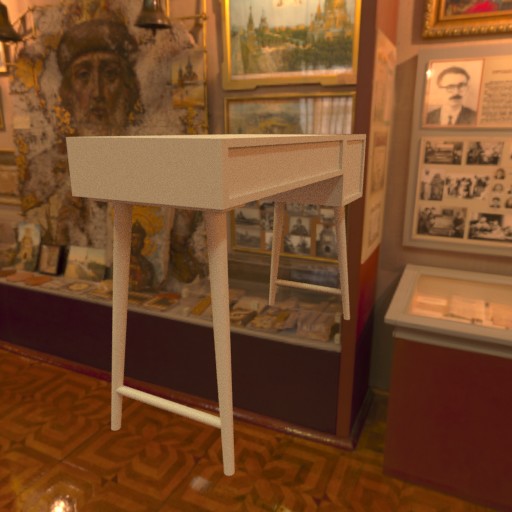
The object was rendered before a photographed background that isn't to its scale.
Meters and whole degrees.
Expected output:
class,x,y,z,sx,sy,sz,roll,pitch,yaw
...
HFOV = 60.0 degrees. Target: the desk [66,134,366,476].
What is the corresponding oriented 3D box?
class,x,y,z,sx,sy,sz,roll,pitch,yaw
desk,0.000,0.000,1.446,0.409,0.761,1.069,8,18,26
